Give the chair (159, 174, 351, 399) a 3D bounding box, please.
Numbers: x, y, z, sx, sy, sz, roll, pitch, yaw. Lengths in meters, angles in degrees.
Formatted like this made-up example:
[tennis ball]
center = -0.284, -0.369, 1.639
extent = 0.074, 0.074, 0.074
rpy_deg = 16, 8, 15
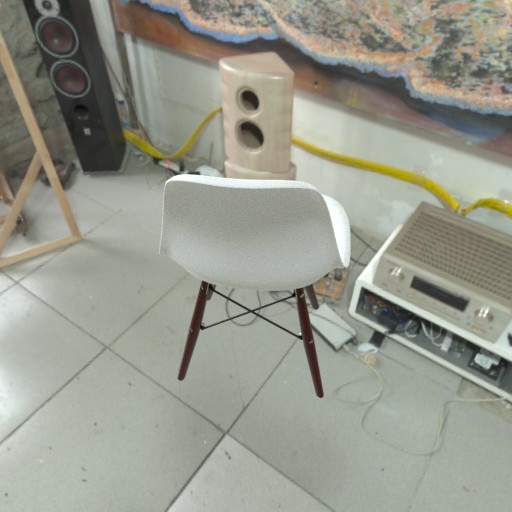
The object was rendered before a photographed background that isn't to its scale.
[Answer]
[chair]
center = 0.000, 0.000, 1.131
extent = 0.470, 0.826, 0.533
rpy_deg = 4, 46, 4
